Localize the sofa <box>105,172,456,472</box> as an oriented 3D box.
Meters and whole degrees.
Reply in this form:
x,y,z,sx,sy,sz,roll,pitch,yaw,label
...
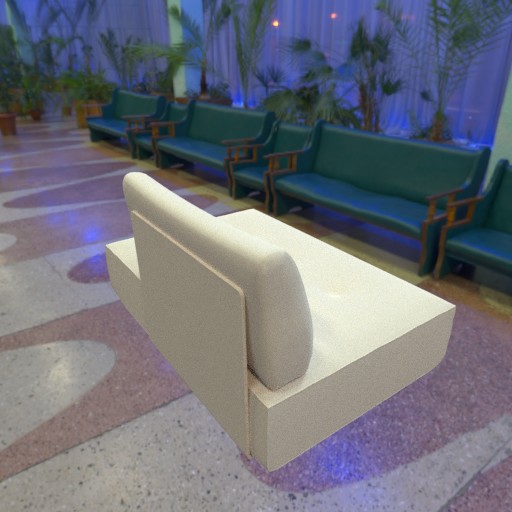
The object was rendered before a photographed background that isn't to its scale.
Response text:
x,y,z,sx,sy,sz,roll,pitch,yaw,label
0.000,0.000,2.051,1.000,0.820,1.450,-17,31,-32,sofa
